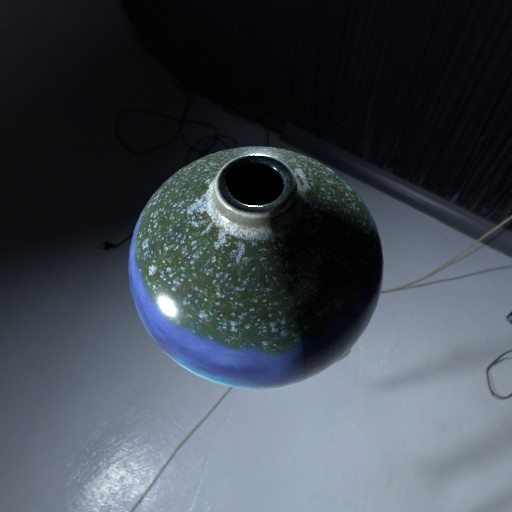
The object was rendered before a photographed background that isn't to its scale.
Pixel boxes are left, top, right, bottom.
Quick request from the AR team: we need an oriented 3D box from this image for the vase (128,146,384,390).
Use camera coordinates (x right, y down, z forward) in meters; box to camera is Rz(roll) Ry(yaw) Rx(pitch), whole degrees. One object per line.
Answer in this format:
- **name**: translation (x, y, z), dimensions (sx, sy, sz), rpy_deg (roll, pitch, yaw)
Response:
- **vase**: translation (0.000, 0.000, 0.270), dimensions (0.154, 0.133, 0.154), rpy_deg (0, 58, 0)
